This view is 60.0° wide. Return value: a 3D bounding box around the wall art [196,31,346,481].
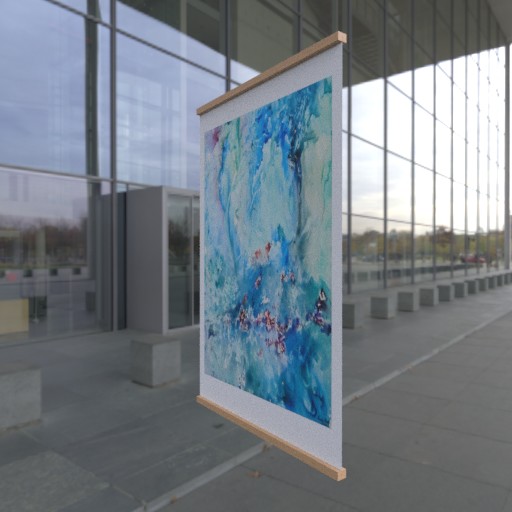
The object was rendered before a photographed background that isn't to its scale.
[{"bbox_3d":[0.000,0.000,0.769,0.016,0.611,0.401,0,0,-36],"label":"wall art"}]
